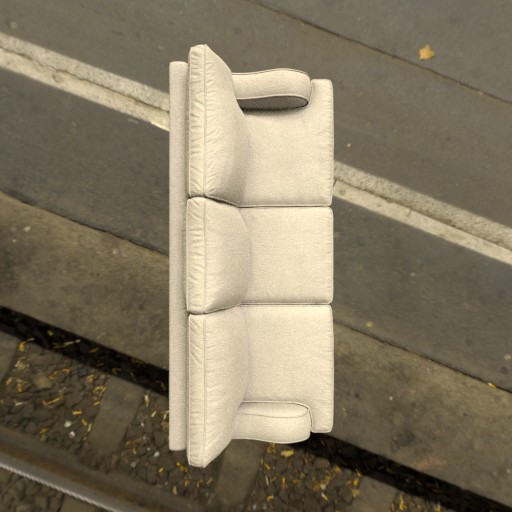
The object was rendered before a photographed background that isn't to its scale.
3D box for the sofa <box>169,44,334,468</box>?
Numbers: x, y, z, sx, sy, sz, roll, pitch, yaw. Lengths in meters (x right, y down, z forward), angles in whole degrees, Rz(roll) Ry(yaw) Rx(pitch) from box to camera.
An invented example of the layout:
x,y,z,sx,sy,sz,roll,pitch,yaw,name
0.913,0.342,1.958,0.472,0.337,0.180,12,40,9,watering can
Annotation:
x,y,z,sx,sy,sz,roll,pitch,yaw,name
0.000,0.000,2.858,1.016,0.991,2.323,0,90,1,sofa
